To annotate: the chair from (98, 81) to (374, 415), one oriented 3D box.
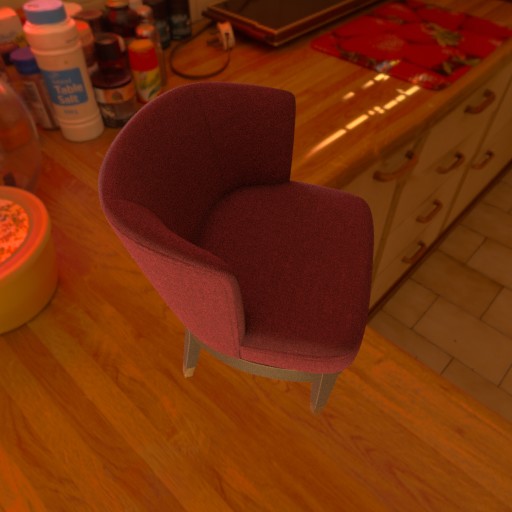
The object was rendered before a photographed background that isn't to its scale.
[{"bbox_3d":[0.000,0.000,1.285,0.660,0.760,0.700,10,49,9],"label":"chair"}]
